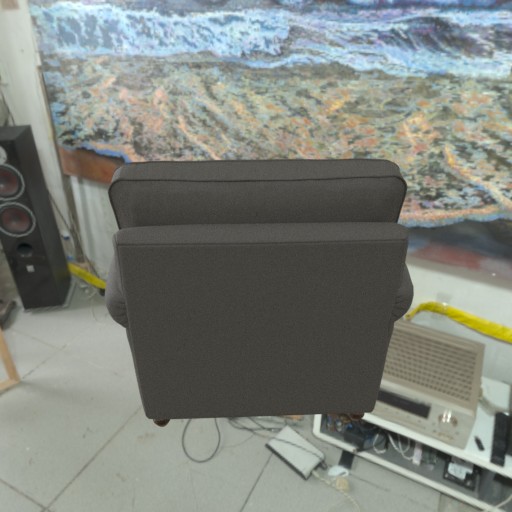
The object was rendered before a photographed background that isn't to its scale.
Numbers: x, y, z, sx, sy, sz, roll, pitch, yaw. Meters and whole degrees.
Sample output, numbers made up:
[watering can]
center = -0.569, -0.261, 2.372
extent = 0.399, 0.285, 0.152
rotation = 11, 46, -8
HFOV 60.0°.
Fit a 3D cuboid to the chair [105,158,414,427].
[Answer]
[chair]
center = 0.000, 0.000, 1.781
extent = 1.029, 0.967, 0.966
rotation = -1, 30, -2
